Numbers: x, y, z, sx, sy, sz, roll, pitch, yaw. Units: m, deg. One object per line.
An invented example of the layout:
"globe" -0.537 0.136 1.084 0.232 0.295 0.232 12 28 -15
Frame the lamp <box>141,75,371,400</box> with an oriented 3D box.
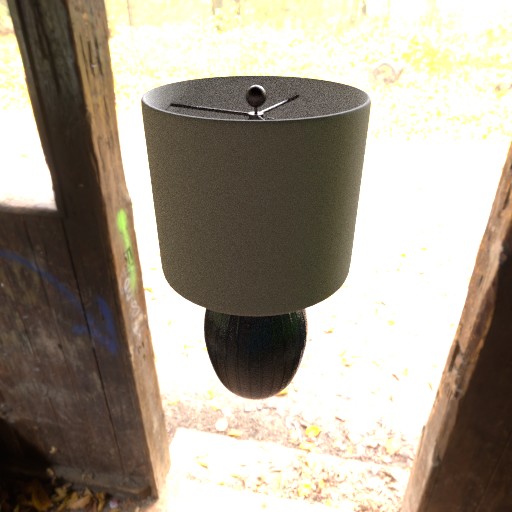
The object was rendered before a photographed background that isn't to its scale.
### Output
"lamp" 0.000 0.000 0.782 0.329 0.570 0.329 -9 32 -15
